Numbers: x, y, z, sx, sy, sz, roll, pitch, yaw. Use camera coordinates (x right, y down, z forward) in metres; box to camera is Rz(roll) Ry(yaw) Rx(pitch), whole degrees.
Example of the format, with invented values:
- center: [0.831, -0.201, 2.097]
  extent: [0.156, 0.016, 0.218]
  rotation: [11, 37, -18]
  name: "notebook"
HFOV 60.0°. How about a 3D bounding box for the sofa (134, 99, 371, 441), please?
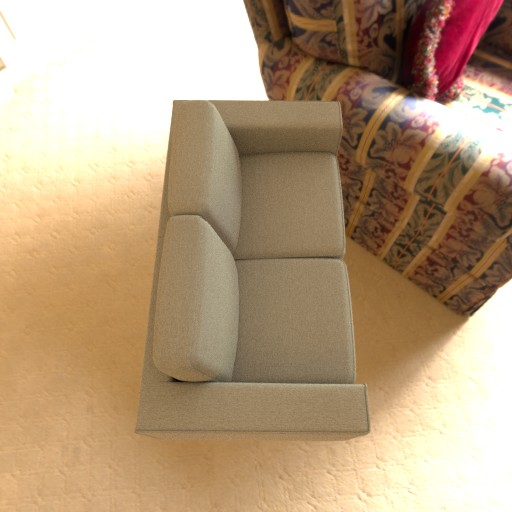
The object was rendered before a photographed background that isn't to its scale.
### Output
- center: [0.000, 0.000, 2.395]
  extent: [1.007, 0.924, 1.812]
  rotation: [0, 65, 0]
  name: "sofa"
